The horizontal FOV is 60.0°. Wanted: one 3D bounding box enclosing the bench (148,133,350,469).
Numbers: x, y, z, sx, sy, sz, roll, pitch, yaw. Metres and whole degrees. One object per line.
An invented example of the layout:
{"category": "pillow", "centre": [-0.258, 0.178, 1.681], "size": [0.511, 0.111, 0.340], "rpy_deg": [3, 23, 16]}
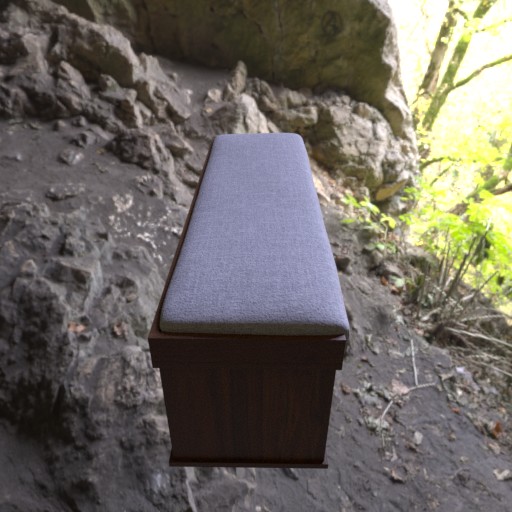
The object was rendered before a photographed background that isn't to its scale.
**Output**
{"category": "bench", "centre": [0.000, 0.000, 1.394], "size": [0.367, 0.468, 1.196], "rpy_deg": [0, 32, 1]}
